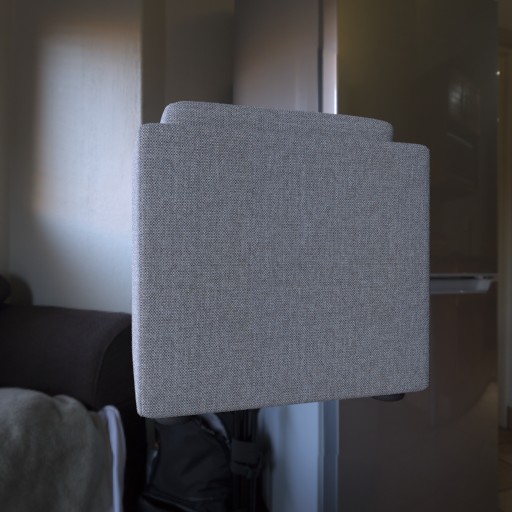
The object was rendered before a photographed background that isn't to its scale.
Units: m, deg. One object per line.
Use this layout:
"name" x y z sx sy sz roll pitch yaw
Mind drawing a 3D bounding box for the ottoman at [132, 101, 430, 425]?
"ottoman" 0.000 0.000 0.843 0.450 0.460 0.450 0 0 -16
